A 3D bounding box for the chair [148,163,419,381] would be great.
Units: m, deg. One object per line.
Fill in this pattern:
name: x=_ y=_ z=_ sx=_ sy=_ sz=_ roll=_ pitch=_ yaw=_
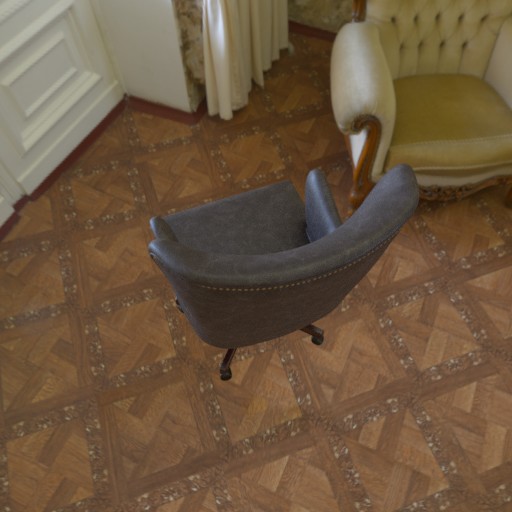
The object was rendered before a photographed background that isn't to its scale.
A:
chair: x=0.000 y=0.000 z=1.426 sx=0.594 sy=1.037 sz=0.717 roll=-18 pitch=61 yaw=-11
